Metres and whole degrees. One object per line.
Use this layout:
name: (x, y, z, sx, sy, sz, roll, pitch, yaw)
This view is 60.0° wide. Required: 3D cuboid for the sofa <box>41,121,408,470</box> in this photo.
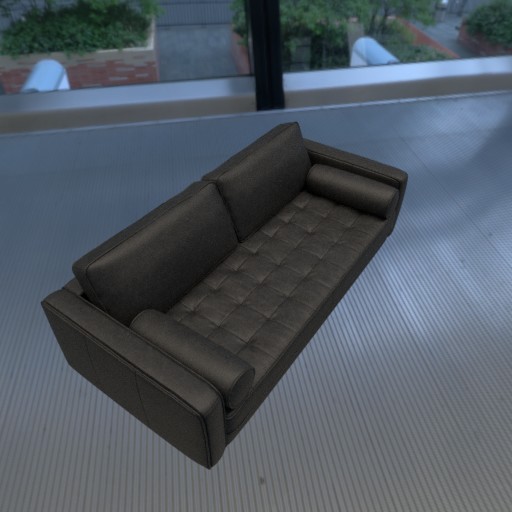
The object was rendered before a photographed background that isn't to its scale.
sofa: (0.000, 0.000, 2.316, 0.921, 0.770, 1.879, 25, 48, 25)
